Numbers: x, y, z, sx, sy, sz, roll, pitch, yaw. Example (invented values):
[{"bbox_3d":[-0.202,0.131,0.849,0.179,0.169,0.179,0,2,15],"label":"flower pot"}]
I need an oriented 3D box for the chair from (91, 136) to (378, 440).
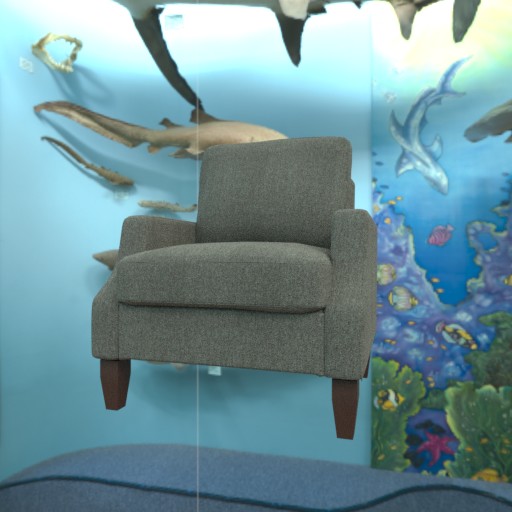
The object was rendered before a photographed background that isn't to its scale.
[{"bbox_3d":[0.000,0.000,1.671,0.855,0.993,0.897,0,0,18],"label":"chair"}]
